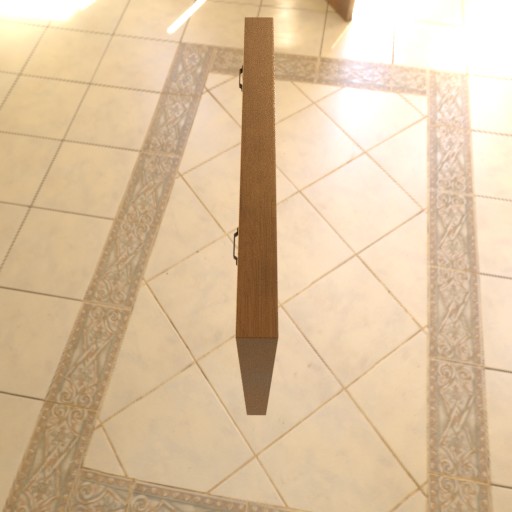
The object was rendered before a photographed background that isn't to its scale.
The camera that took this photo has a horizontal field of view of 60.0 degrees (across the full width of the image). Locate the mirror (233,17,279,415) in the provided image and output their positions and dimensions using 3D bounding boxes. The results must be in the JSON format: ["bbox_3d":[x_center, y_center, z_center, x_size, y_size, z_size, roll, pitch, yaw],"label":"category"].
[{"bbox_3d":[0.000,0.000,0.684,0.041,0.509,0.406,0,63,0],"label":"mirror"}]
